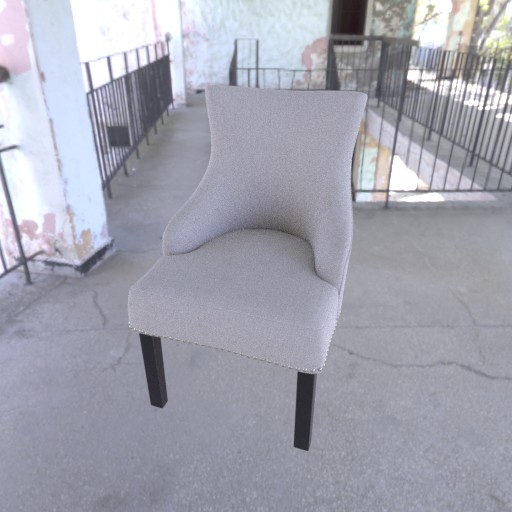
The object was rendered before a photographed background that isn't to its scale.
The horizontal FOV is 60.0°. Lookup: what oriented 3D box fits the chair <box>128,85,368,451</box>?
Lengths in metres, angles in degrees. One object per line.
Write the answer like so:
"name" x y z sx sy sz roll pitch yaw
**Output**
"chair" 0.000 0.000 1.351 0.566 0.909 0.629 9 29 17
